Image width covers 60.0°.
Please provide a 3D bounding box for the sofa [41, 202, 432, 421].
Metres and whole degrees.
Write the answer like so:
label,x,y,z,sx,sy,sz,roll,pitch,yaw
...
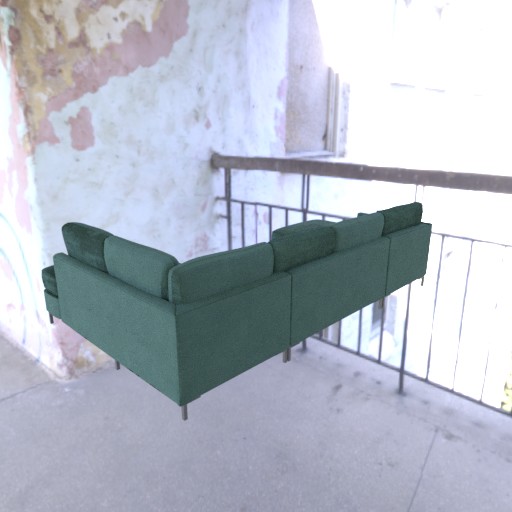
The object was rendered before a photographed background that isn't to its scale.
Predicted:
label,x,y,z,sx,sy,sz,roll,pitch,yaw
sofa,0.000,0.000,4.421,2.055,0.992,3.434,16,23,42
